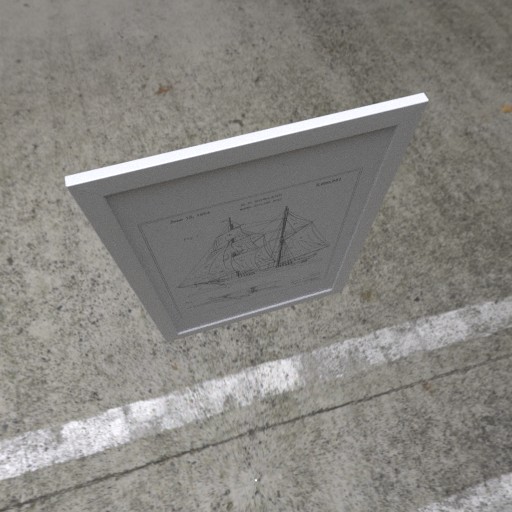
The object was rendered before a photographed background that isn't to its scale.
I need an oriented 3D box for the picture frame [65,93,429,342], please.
[{"bbox_3d":[0.000,0.000,0.685,0.381,0.534,0.012,-15,64,-8],"label":"picture frame"}]
